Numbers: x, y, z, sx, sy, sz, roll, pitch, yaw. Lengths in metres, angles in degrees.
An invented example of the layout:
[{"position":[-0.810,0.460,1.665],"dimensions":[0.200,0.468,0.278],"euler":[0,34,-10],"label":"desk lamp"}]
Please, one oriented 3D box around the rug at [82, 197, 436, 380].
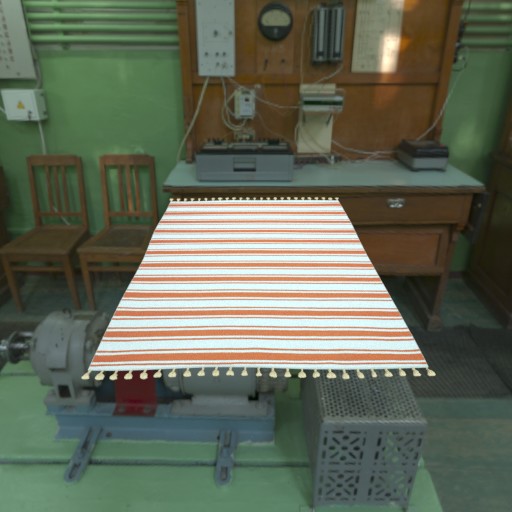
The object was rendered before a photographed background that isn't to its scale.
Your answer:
[{"position":[0.000,0.000,3.024],"dimensions":[1.556,0.022,2.433],"euler":[0,26,-1],"label":"rug"}]
